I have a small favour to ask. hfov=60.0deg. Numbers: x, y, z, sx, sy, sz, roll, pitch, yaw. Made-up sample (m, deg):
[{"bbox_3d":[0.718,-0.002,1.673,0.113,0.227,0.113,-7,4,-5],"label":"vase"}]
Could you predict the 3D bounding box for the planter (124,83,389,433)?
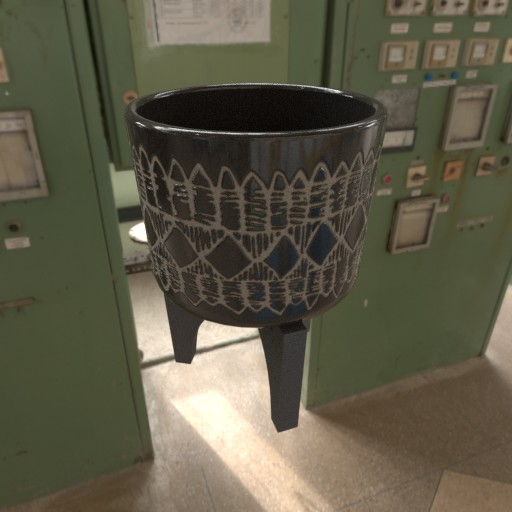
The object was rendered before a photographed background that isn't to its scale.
[{"bbox_3d":[0.000,0.000,0.266,0.129,0.177,0.129,0,30,0],"label":"planter"}]
